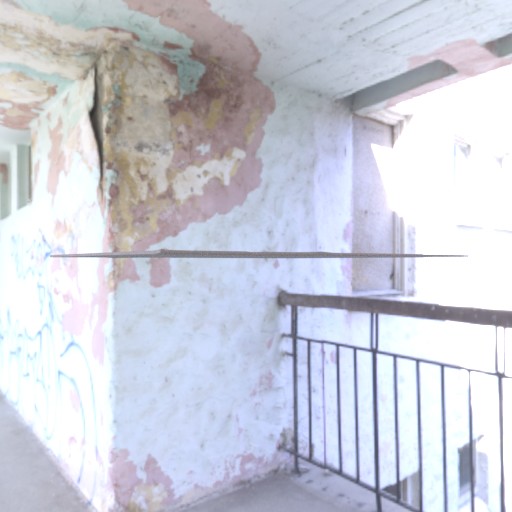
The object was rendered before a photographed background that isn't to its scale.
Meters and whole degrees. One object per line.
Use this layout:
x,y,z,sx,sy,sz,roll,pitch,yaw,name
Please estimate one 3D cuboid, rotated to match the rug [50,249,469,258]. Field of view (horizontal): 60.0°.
0.000,0.000,4.067,3.007,0.032,2.434,0,-1,-37,rug
